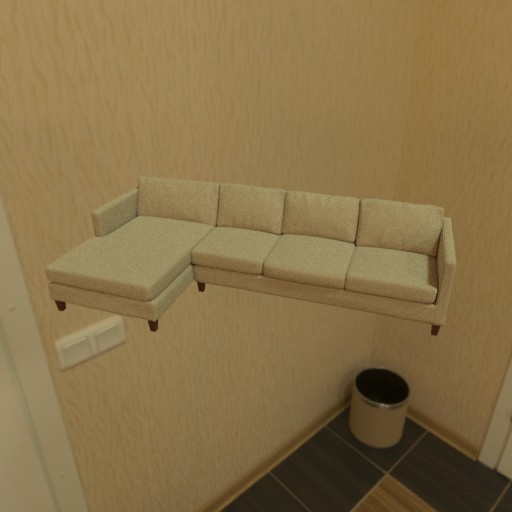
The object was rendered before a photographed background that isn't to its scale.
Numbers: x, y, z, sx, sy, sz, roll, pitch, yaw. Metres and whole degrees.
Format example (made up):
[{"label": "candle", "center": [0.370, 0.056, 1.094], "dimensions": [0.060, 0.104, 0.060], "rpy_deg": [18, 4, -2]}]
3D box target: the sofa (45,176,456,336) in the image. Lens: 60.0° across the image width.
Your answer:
[{"label": "sofa", "center": [0.000, 0.000, 3.877], "dimensions": [3.186, 0.846, 1.625], "rpy_deg": [9, 28, 17]}]
